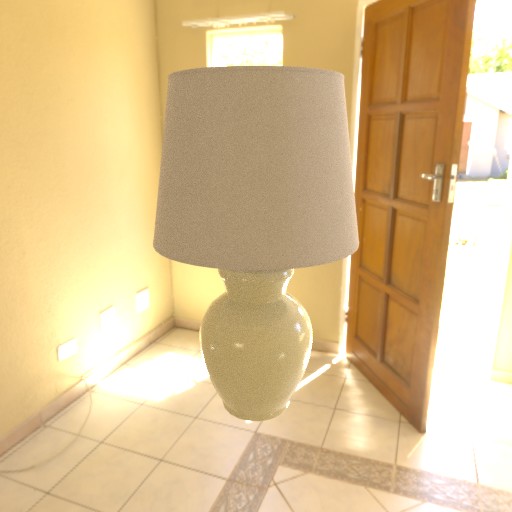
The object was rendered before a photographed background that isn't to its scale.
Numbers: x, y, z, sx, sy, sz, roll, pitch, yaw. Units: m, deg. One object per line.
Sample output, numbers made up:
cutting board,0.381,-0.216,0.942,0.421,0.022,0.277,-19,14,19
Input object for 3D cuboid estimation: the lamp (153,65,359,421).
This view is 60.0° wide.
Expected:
lamp,0.000,0.000,0.533,0.239,0.399,0.239,0,16,0
